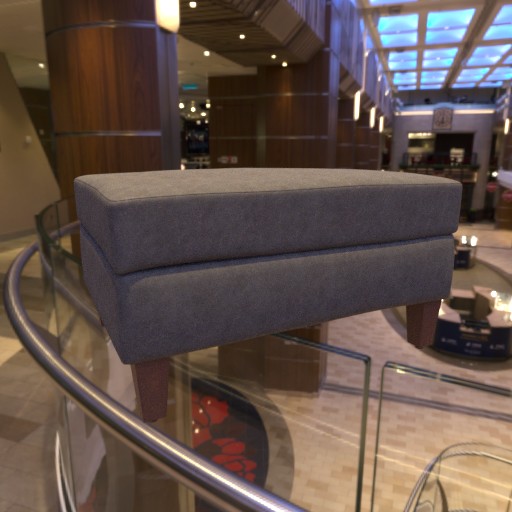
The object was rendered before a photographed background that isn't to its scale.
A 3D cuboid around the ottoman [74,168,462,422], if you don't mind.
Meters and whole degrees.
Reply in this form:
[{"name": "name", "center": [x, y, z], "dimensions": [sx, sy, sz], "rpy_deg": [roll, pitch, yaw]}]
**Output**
[{"name": "ottoman", "center": [0.000, 0.000, 1.200], "dimensions": [0.839, 0.464, 0.639], "rpy_deg": [-7, 15, -26]}]
